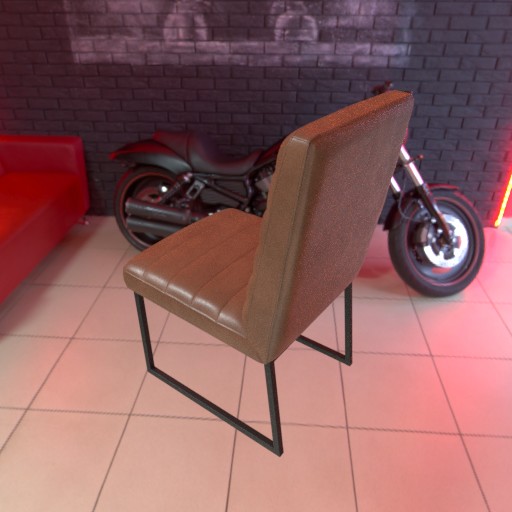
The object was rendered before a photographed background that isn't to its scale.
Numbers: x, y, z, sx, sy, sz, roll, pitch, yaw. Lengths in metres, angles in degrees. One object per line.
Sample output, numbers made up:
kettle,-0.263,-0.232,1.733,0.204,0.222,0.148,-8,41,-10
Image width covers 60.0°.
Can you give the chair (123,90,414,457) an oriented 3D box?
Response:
chair,0.000,0.000,1.310,0.634,0.930,0.520,21,37,31
